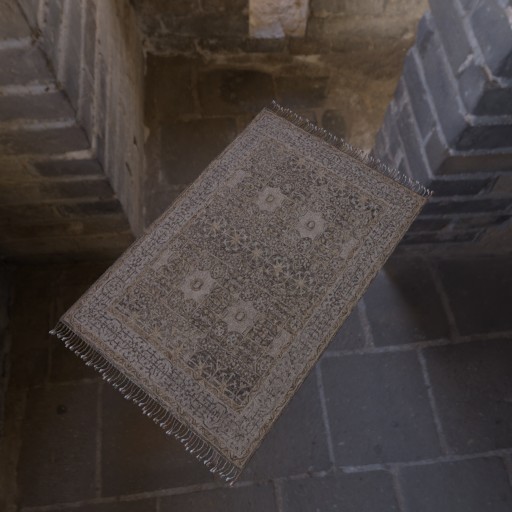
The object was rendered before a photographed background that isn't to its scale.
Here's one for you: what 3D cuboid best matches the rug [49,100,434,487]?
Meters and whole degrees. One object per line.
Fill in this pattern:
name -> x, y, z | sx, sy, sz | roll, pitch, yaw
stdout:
rug -> 0.000, 0.000, 2.535 | 1.237, 0.010, 2.029 | 34, 69, 15
